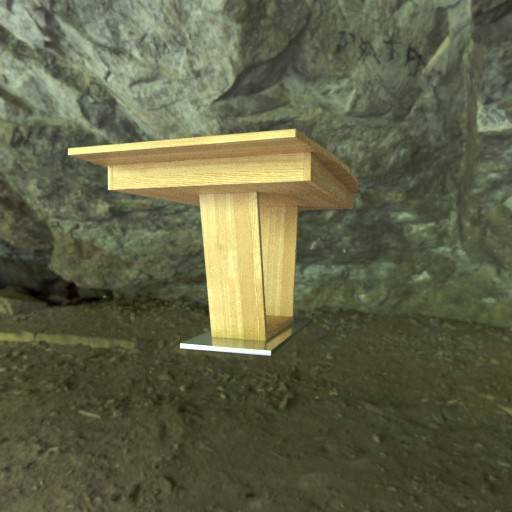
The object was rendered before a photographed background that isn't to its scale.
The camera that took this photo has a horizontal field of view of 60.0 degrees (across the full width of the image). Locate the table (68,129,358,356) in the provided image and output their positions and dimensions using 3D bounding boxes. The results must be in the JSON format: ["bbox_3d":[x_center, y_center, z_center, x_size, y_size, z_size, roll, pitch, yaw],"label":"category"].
[{"bbox_3d":[0.000,0.000,2.109,0.900,0.748,1.598,1,2,19],"label":"table"}]
